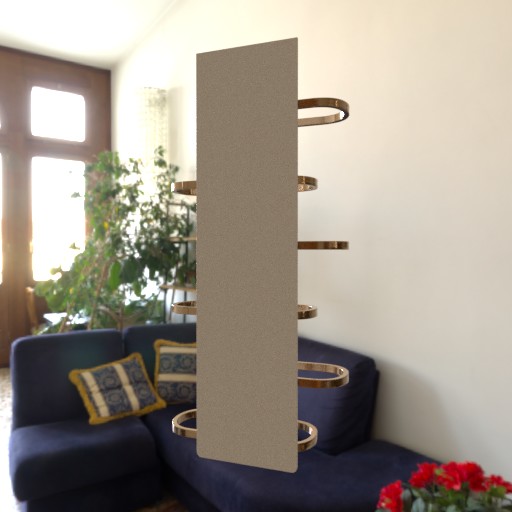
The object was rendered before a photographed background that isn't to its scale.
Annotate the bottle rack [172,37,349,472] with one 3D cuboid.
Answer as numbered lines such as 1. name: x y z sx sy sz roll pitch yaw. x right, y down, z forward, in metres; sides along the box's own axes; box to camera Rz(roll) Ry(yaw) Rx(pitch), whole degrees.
1. bottle rack: 0.000 0.000 0.805 0.332 0.709 0.118 0 1 19
